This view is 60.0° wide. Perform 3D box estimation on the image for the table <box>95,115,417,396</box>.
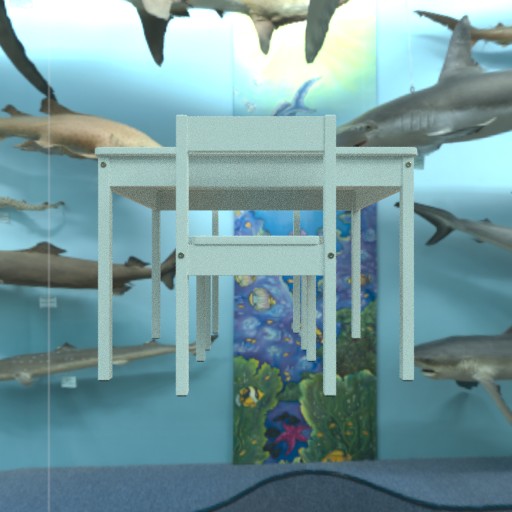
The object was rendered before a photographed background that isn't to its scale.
[{"bbox_3d":[0.000,0.000,1.123,0.650,0.503,0.672,0,0,0],"label":"table"}]
